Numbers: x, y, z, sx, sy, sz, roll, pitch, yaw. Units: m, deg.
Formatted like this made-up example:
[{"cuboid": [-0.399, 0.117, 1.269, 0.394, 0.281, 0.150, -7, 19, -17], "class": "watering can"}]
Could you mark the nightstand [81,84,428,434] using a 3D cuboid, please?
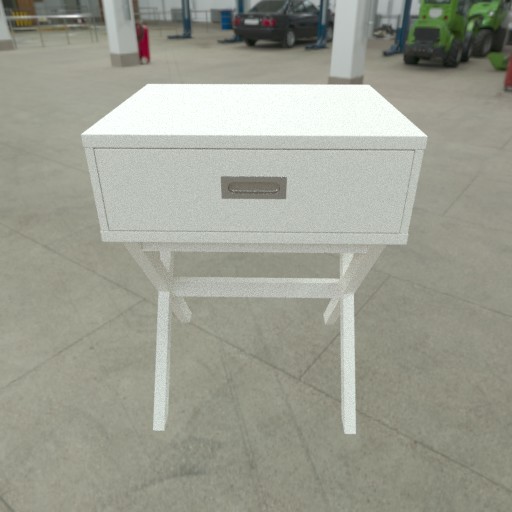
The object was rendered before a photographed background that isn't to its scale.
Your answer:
[{"cuboid": [0.000, 0.000, 0.941, 0.479, 0.623, 0.402, 1, 31, 1], "class": "nightstand"}]
